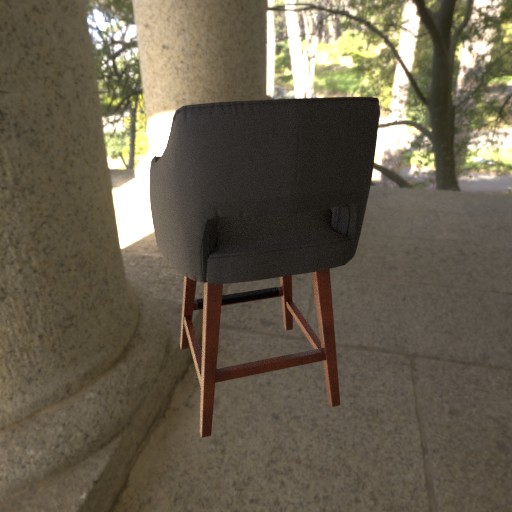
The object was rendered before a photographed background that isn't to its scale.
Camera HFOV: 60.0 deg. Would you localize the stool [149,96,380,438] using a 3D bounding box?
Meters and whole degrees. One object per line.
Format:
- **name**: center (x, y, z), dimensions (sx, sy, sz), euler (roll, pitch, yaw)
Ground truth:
- **stool**: center (0.000, 0.000, 1.259), dimensions (0.548, 0.912, 0.558), euler (-8, 28, -15)
